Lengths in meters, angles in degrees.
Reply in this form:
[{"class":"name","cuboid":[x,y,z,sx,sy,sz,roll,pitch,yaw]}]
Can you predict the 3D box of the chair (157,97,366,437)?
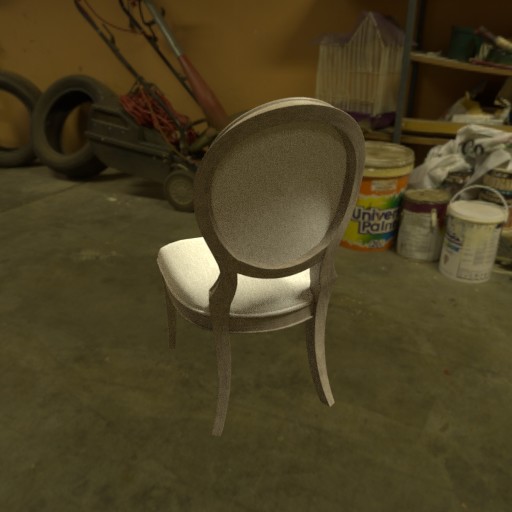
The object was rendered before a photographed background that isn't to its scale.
[{"class":"chair","cuboid":[0.000,0.000,1.381,0.558,0.990,0.602,-9,27,-17]}]
